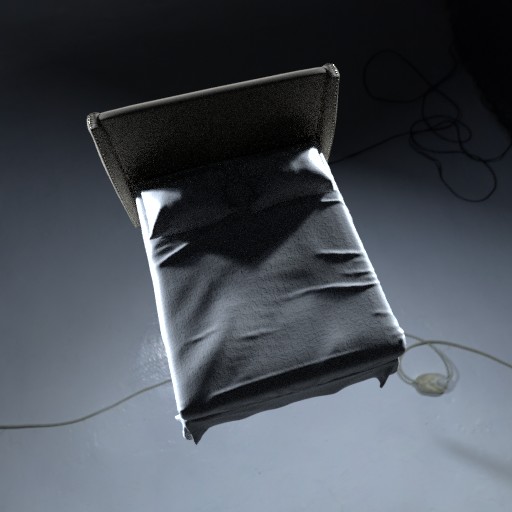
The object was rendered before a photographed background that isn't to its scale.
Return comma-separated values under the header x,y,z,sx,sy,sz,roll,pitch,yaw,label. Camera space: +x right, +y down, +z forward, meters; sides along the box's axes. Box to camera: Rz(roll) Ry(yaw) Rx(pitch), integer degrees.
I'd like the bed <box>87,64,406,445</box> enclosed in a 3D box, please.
x,y,z,sx,sy,sz,roll,pitch,yaw,label
0.000,0.000,3.422,1.925,1.332,2.276,-15,65,-7,bed
